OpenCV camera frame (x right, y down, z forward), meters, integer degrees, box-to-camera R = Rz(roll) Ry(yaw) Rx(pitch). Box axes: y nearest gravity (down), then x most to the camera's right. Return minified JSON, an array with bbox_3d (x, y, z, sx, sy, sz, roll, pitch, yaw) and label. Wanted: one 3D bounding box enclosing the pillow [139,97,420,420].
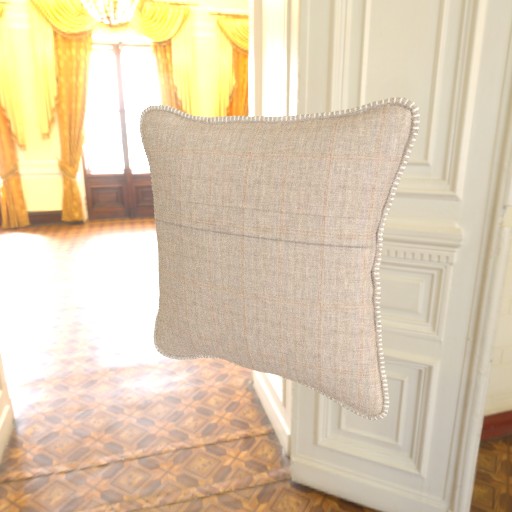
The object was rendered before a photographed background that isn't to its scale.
[{"bbox_3d":[0.000,0.000,0.748,0.485,0.494,0.124,9,19,28],"label":"pillow"}]
